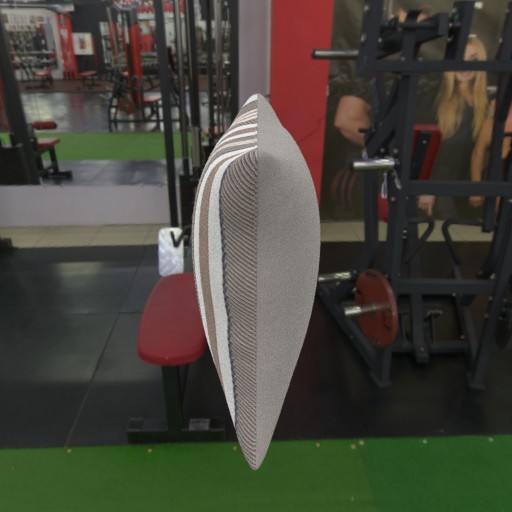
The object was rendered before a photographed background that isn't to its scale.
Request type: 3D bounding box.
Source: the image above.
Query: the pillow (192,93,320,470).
[{"bbox_3d":[0.000,0.000,0.642,0.173,0.401,0.416,0,27,0],"label":"pillow"}]
